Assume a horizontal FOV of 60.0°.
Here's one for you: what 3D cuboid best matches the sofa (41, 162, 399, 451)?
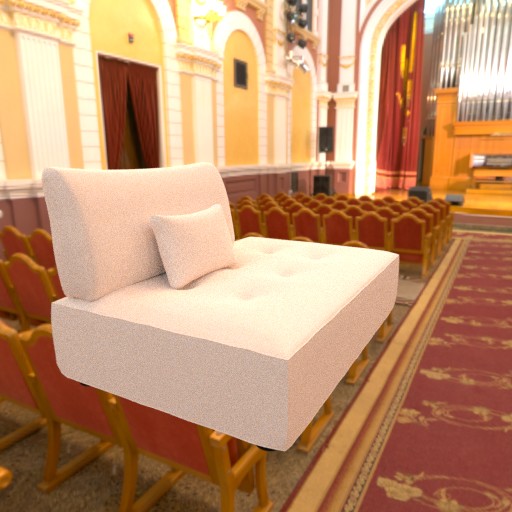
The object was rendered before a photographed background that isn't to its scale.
[{"bbox_3d":[0.000,0.000,2.021,1.000,0.820,1.450,7,15,28],"label":"sofa"}]
